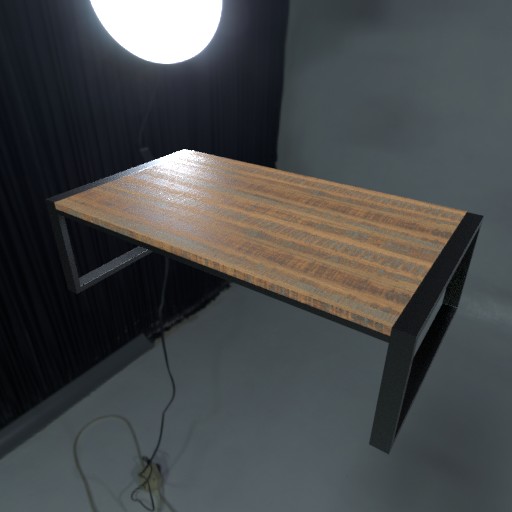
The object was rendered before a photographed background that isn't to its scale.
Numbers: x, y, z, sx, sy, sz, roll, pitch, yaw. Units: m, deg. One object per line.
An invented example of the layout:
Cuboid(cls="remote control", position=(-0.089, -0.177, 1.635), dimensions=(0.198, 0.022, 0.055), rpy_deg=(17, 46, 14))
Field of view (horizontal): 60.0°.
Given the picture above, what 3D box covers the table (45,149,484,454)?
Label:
Cuboid(cls="table", position=(0.000, 0.000, 1.655), dimensions=(1.350, 0.400, 0.750), rpy_deg=(19, 35, 29))
